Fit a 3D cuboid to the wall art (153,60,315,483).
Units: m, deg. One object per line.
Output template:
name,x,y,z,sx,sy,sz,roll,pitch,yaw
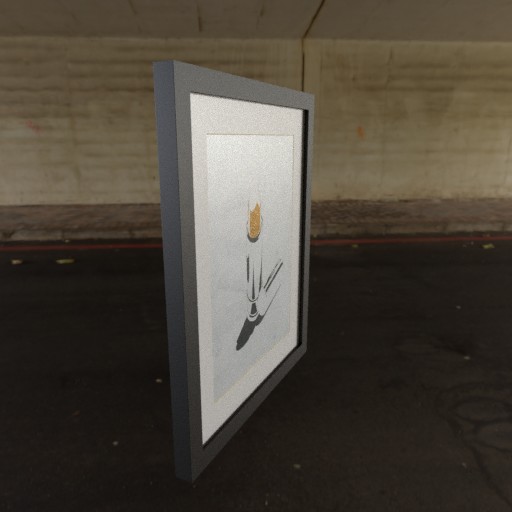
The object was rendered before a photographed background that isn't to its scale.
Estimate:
wall art,0.000,0.000,0.763,0.029,0.559,0.457,7,17,26
